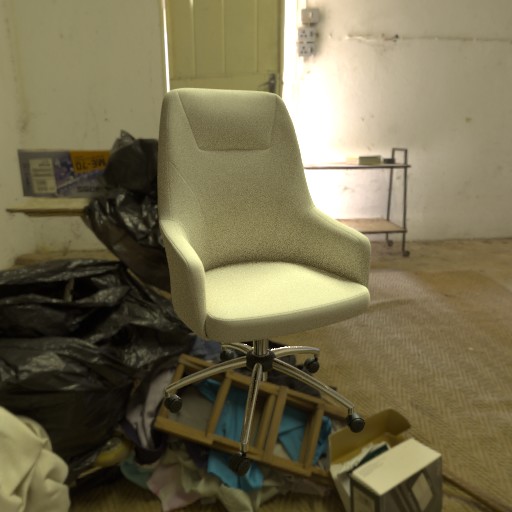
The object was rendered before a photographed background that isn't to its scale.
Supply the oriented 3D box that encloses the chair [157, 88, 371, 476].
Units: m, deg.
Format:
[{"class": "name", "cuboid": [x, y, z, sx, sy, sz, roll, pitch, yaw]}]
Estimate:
[{"class": "chair", "cuboid": [0.000, 0.000, 1.431, 0.620, 1.049, 0.640, -8, 17, -26]}]
